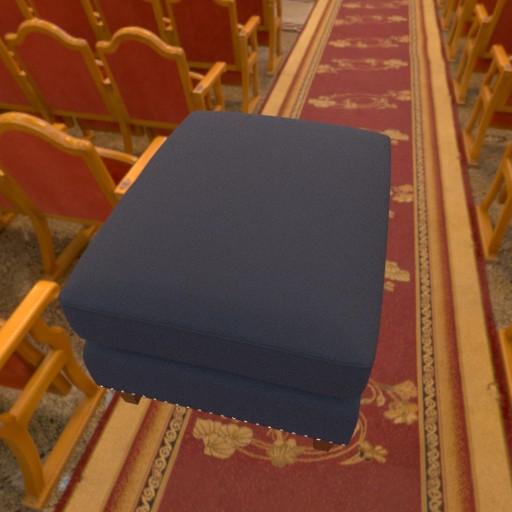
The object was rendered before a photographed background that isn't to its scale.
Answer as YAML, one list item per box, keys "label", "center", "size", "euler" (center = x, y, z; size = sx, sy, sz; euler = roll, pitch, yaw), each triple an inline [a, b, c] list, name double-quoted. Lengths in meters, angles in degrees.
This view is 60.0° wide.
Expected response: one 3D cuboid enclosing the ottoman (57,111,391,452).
- label: "ottoman"
  center: [0.000, 0.000, 1.118]
  size: [0.584, 0.513, 0.741]
  euler: [10, 46, 10]
